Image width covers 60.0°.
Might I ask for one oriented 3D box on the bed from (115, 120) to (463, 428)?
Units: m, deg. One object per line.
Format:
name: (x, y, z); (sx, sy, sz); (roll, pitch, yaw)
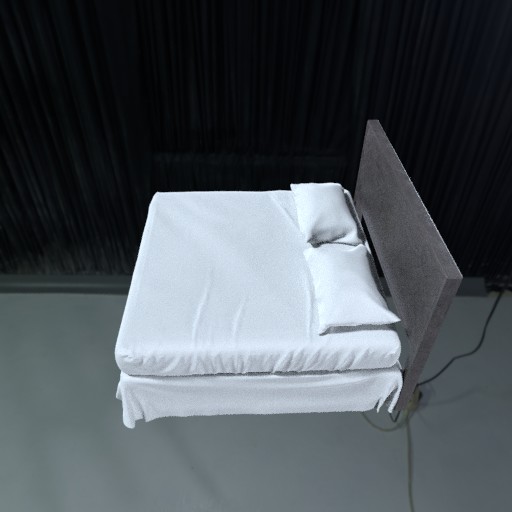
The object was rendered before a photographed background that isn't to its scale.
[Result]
bed: (0.000, 0.000, 2.926); (1.785, 1.142, 1.772); (-1, 42, -1)
